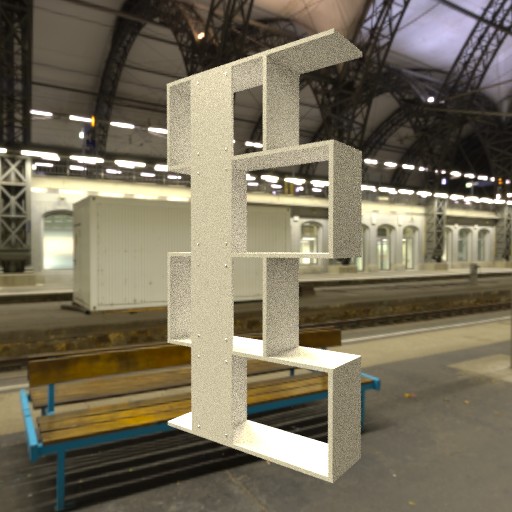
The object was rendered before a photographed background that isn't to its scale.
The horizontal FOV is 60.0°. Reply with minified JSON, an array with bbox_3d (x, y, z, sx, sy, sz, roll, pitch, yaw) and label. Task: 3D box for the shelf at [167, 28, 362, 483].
[{"bbox_3d":[0.000,0.000,1.973,0.890,1.650,0.250,1,1,37],"label":"shelf"}]
